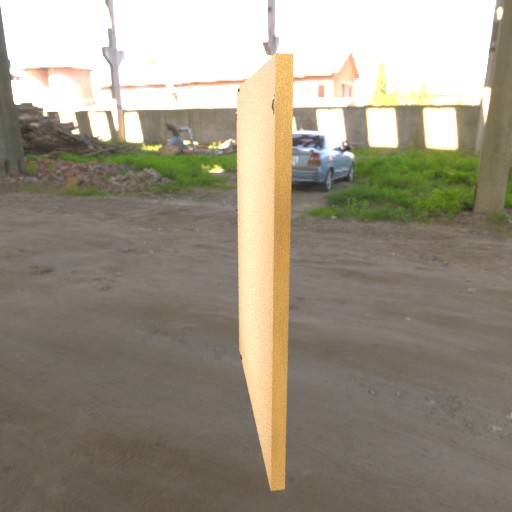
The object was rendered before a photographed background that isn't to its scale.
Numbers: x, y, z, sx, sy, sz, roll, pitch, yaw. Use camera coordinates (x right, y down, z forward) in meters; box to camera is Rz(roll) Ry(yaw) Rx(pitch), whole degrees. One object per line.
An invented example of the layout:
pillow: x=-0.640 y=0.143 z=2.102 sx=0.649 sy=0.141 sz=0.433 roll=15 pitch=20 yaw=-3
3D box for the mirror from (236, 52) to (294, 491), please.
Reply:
mirror: x=0.000 y=0.000 z=1.343 sx=0.041 sy=1.016 sz=0.762 roll=-2 pitch=16 yaw=-8
